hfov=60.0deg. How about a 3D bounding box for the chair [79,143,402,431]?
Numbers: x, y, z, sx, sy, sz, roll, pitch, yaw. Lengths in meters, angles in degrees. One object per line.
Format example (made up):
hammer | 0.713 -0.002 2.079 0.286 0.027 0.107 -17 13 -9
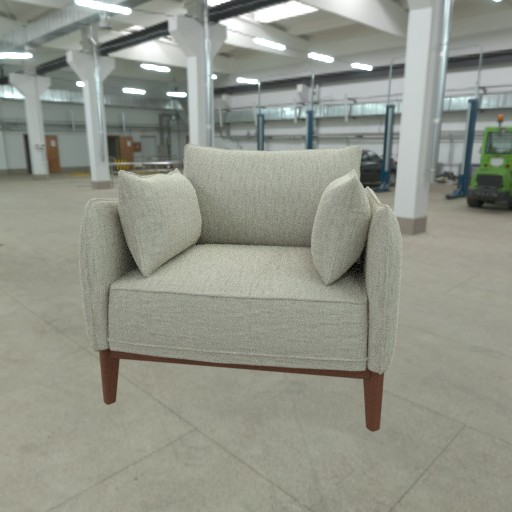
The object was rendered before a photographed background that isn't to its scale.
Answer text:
chair | 0.000 0.000 1.729 0.994 0.855 0.991 2 14 9
